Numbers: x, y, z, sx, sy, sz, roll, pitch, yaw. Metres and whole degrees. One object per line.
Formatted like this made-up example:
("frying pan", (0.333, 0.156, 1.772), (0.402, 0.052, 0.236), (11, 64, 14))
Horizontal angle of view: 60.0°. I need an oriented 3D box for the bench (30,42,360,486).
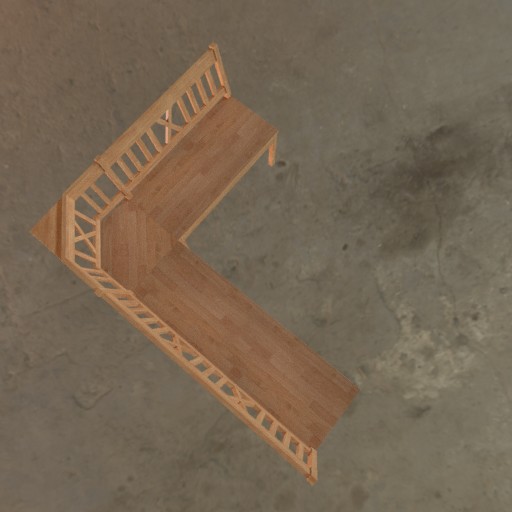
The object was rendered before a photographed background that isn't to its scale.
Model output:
("bench", (0.000, 0.000, 2.770), (1.937, 0.902, 1.537), (38, 78, 10))
